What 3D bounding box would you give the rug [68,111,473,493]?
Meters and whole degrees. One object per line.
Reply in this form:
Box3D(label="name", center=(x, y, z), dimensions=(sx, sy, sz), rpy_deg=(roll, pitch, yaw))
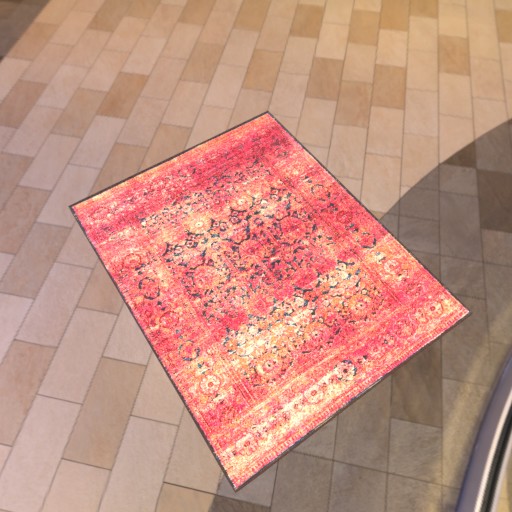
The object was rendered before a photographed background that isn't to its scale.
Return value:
Box3D(label="rug", center=(0.000, 0.000, 4.068), dimensions=(2.411, 0.020, 3.032), rpy_deg=(-30, 64, -17))
